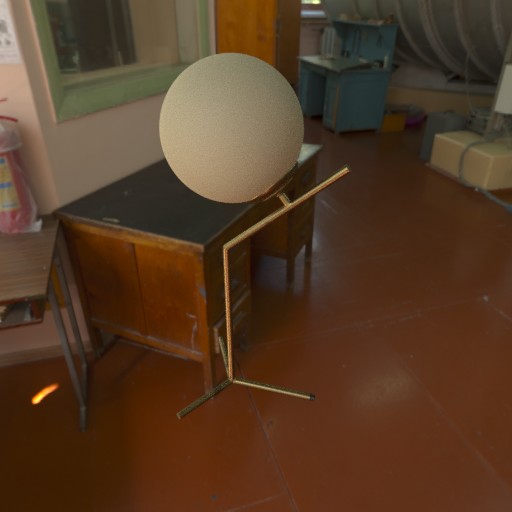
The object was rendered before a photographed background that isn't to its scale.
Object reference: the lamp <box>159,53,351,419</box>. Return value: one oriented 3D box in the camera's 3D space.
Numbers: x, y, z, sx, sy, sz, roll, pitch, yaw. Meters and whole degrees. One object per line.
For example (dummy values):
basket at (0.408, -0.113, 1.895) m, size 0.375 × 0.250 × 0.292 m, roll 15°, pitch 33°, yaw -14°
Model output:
lamp at (0.000, 0.000, 0.662) m, size 0.251 × 0.552 × 0.210 m, roll 8°, pitch 31°, yaw 14°
